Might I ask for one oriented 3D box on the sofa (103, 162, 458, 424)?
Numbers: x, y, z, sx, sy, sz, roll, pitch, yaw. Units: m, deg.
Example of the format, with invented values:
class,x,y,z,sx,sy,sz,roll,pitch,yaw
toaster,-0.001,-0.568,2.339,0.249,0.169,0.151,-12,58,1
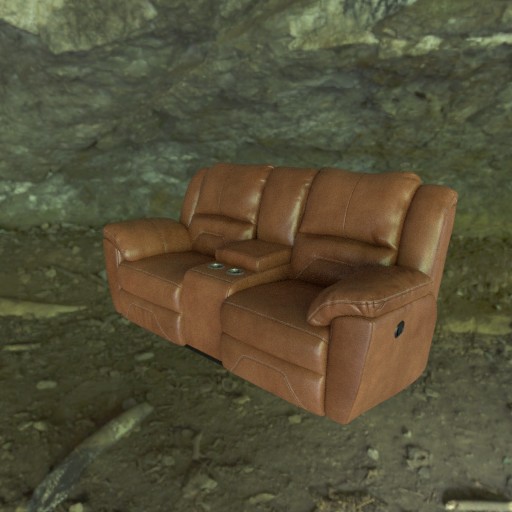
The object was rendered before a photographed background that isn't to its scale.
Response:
class,x,y,z,sx,sy,sz,roll,pitch,yaw
sofa,0.000,0.000,2.667,2.058,1.043,0.991,14,21,41
